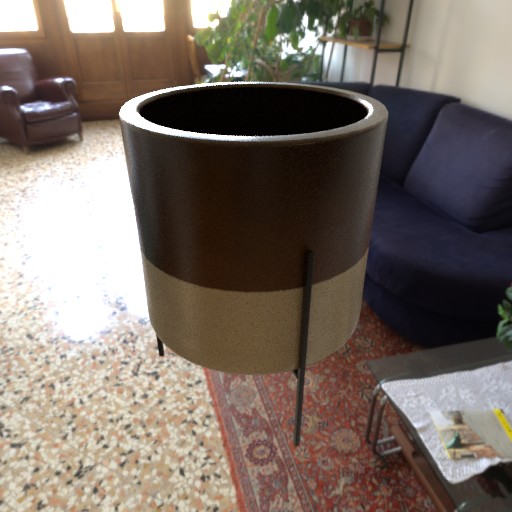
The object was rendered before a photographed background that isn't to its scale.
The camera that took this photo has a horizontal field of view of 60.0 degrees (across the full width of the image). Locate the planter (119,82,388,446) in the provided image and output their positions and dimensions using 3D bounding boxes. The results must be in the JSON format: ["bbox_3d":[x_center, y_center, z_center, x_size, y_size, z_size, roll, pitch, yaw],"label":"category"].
[{"bbox_3d":[0.000,0.000,0.700,0.345,0.465,0.354,22,37,33],"label":"planter"}]
